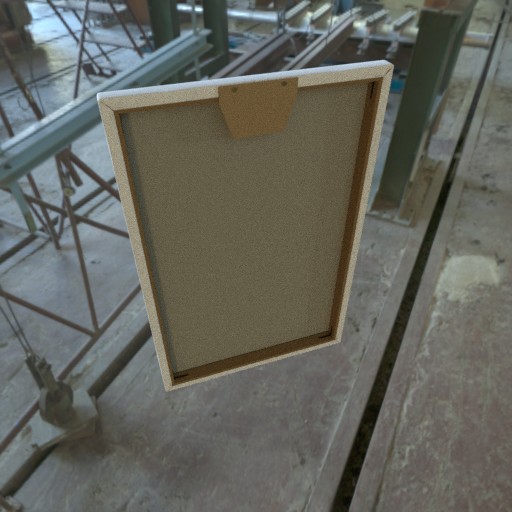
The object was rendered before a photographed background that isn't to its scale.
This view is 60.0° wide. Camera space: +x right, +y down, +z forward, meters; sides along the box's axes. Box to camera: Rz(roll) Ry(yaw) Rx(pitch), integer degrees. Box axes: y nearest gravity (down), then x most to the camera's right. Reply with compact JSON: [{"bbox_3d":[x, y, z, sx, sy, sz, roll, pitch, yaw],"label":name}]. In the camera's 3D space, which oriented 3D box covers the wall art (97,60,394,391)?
[{"bbox_3d":[0.000,0.000,1.164,0.602,0.916,0.048,-12,42,-14],"label":"wall art"}]
